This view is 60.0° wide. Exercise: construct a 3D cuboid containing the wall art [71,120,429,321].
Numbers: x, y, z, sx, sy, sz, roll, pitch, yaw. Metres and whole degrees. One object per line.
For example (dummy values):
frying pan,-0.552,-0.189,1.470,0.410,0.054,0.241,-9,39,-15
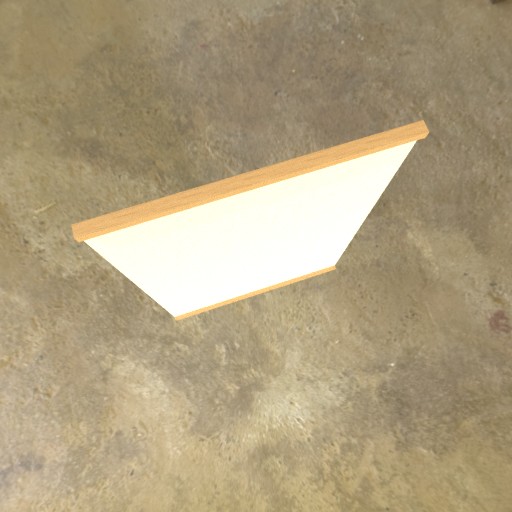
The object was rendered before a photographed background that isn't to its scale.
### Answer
wall art,0.000,0.000,1.907,0.991,1.510,0.040,-18,75,-5
